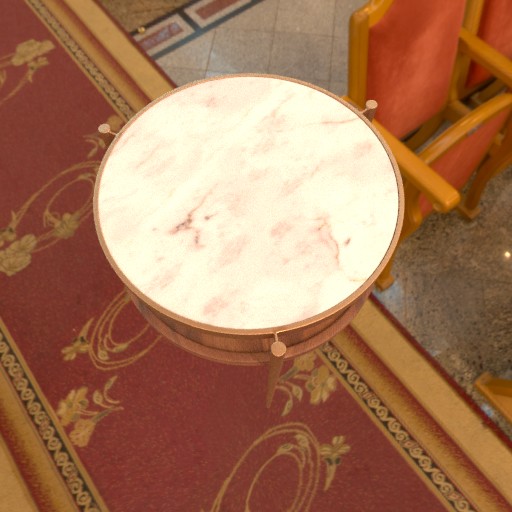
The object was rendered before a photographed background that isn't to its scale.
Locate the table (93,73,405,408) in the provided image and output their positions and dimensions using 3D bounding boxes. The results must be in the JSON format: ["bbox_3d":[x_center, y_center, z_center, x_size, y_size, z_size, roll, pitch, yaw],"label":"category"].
[{"bbox_3d":[0.000,0.000,0.828,0.456,0.493,0.430,-34,69,-15],"label":"table"}]
